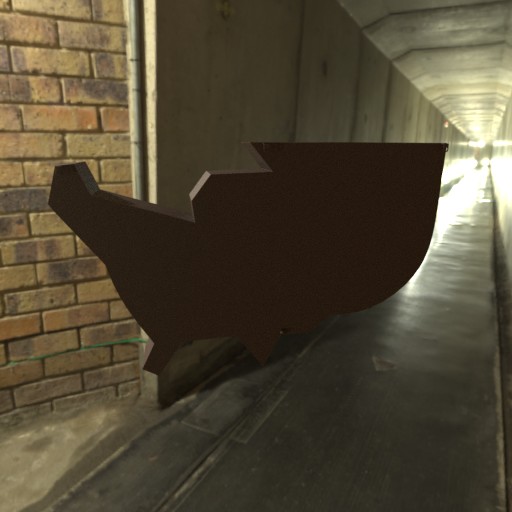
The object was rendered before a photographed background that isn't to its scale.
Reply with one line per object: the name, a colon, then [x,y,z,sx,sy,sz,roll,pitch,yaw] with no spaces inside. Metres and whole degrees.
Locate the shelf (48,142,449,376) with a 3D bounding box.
shelf: [0.000,0.000,0.883,0.729,0.439,0.112,-3,15,-10]
